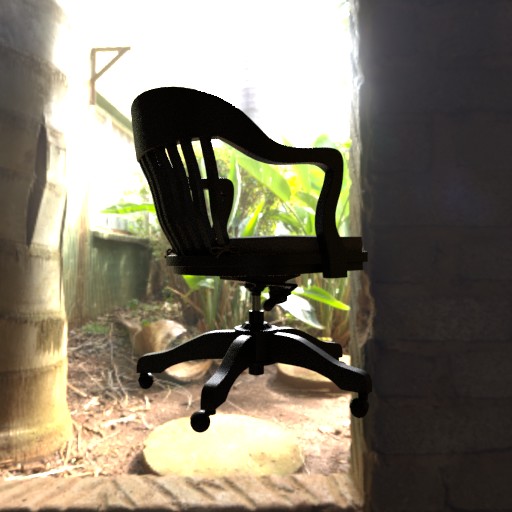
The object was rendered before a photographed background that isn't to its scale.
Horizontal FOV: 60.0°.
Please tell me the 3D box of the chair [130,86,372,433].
[{"bbox_3d":[0.000,0.000,1.432,0.788,0.878,0.750,0,0,-36],"label":"chair"}]
